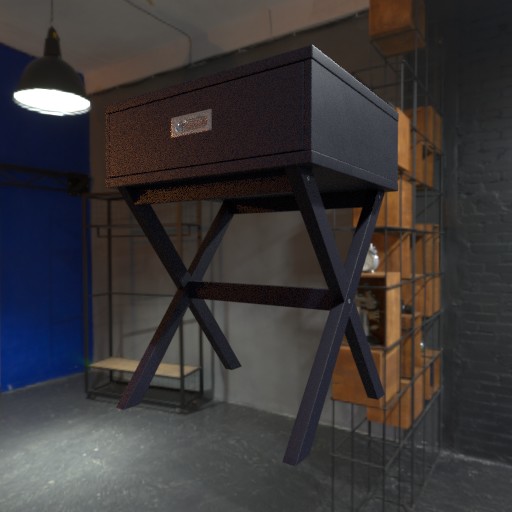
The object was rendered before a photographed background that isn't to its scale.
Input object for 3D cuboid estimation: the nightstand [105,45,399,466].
[{"bbox_3d":[0.000,0.000,0.946,0.479,0.623,0.402,1,1,35],"label":"nightstand"}]
